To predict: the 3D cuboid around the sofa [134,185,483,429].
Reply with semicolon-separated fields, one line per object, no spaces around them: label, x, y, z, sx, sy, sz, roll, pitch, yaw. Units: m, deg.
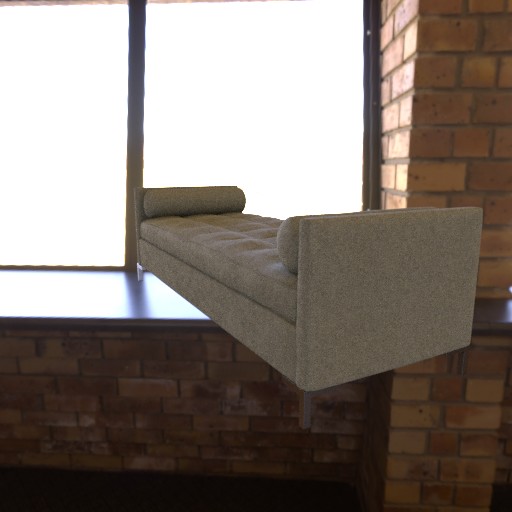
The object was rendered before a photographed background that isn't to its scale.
sofa;0.000;0.000;2.379;0.797;0.657;2.102;-6;13;-28
